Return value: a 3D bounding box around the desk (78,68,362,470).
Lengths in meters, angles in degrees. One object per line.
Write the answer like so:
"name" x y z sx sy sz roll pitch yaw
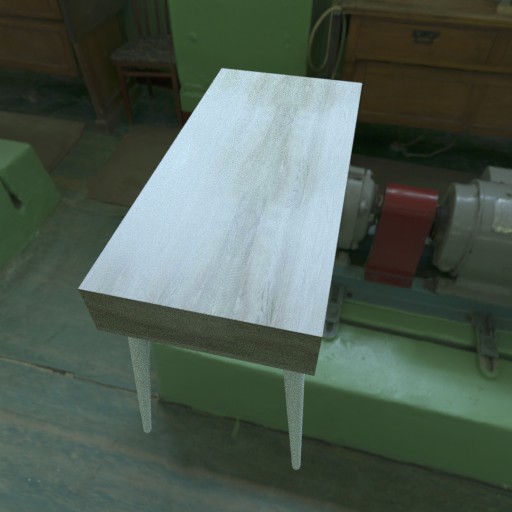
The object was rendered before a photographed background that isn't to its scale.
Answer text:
"desk" 0.000 0.000 1.401 0.491 0.723 0.979 10 48 9
